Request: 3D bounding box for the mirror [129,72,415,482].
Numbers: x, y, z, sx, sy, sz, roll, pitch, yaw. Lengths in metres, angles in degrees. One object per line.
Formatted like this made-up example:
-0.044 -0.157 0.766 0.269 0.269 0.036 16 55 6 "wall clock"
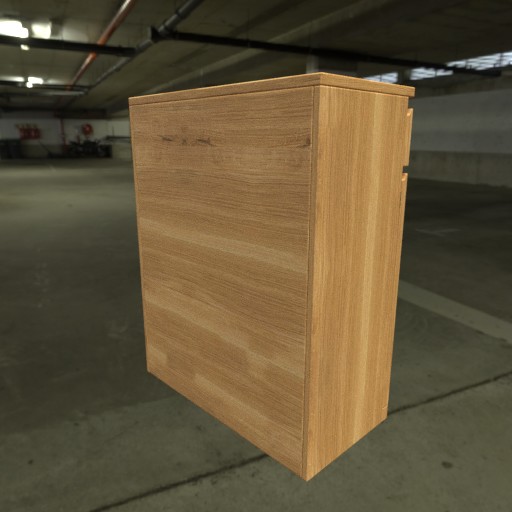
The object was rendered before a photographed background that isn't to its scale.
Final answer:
0.000 0.000 1.444 0.400 1.000 0.800 -14 20 -42 "mirror"
